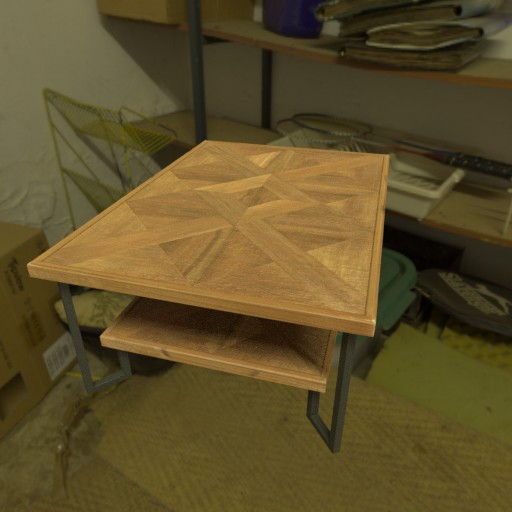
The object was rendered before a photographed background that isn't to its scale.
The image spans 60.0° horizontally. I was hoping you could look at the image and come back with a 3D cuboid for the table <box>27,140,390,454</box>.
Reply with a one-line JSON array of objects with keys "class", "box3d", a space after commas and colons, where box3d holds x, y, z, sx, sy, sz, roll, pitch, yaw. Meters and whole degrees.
[{"class": "table", "box3d": [0.000, 0.000, 1.671, 0.877, 0.492, 1.238, 8, 31, 14]}]
